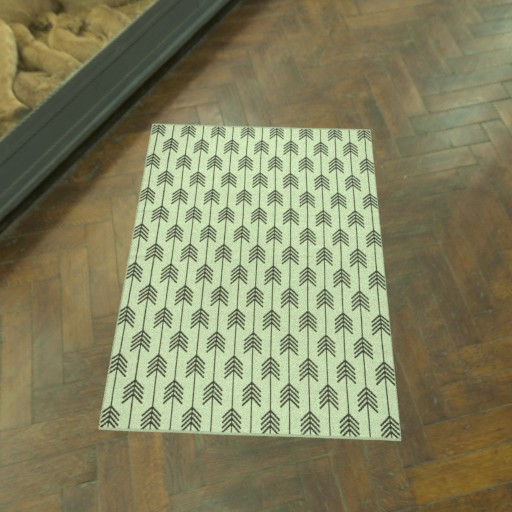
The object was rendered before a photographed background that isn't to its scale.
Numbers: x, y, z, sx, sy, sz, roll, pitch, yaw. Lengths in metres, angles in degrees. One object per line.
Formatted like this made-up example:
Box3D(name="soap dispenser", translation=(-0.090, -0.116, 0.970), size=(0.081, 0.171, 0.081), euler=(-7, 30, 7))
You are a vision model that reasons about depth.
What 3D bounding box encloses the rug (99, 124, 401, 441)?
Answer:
Box3D(name="rug", translation=(0.000, 0.000, 4.061), size=(2.330, 0.010, 3.061), euler=(2, 64, 1))
